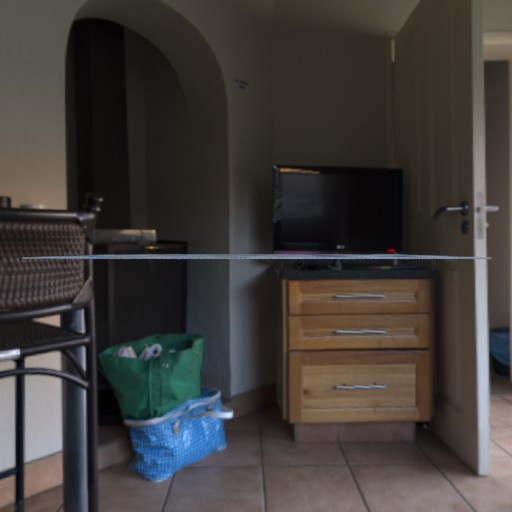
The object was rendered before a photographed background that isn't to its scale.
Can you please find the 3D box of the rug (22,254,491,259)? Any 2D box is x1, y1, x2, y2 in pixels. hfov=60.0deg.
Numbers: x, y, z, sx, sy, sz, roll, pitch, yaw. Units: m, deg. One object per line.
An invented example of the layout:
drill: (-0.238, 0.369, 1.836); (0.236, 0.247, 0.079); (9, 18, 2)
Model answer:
rug: (0.000, 0.000, 2.324); (1.827, 0.005, 1.229); (0, 1, 1)
